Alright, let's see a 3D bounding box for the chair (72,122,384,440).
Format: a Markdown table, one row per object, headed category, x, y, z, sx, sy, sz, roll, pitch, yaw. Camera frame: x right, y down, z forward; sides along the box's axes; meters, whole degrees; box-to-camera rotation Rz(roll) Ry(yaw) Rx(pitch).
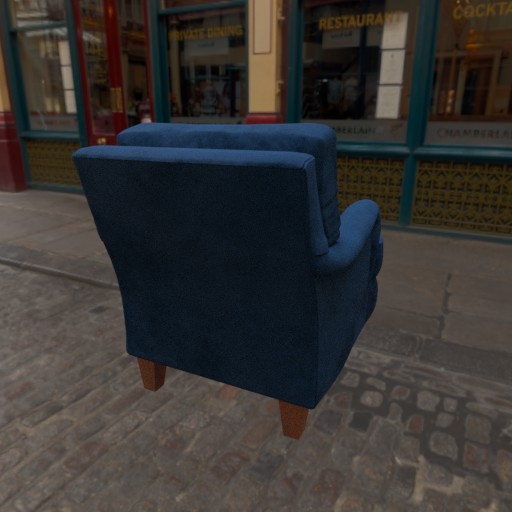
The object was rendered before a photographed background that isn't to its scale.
| category | x | y | z | sx | sy | sz | roll | pitch | yaw |
| --- | --- | --- | --- | --- | --- | --- | --- | --- | --- |
| chair | 0.000 | 0.000 | 1.865 | 0.895 | 1.076 | 1.078 | 9 | 19 | 26 |
